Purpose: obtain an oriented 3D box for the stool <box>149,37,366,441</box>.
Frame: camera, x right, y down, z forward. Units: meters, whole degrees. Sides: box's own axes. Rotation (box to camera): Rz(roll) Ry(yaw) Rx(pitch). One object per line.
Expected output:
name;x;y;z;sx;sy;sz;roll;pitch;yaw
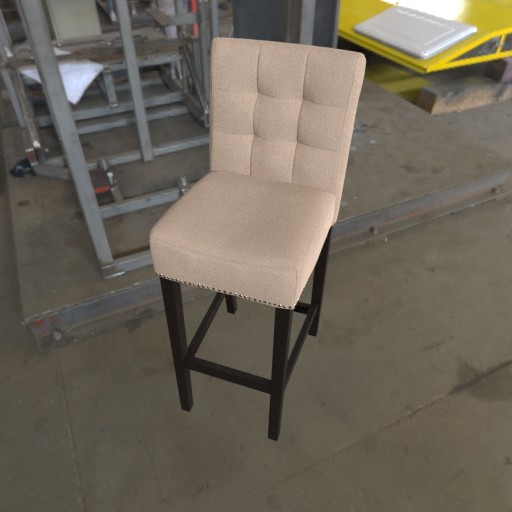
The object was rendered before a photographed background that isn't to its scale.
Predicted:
stool;0.000;0.000;1.308;0.411;1.047;0.548;13;44;14
